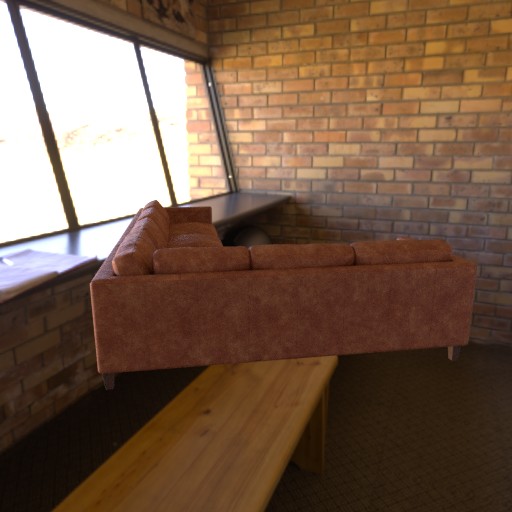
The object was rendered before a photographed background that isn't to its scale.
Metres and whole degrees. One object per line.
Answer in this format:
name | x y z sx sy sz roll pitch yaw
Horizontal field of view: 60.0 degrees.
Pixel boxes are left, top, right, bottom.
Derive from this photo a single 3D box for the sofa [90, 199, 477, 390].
sofa | 0.000 0.000 4.273 2.438 0.838 3.150 -2 14 -9
